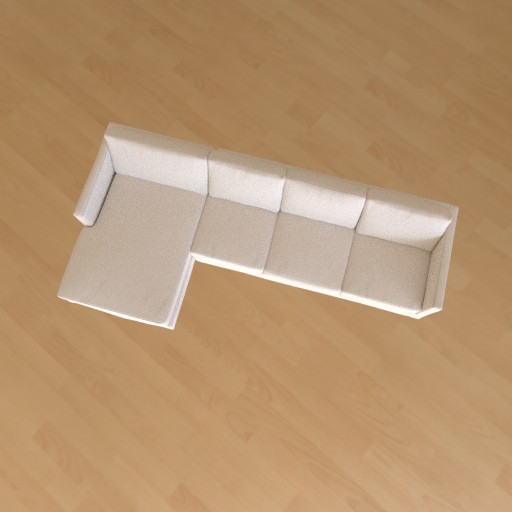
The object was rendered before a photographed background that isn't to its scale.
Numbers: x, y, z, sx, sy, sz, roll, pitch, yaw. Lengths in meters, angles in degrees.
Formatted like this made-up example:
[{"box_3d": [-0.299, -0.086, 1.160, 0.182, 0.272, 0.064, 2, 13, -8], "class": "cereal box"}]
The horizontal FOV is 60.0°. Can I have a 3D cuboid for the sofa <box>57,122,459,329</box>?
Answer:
[{"box_3d": [0.000, 0.000, 3.931, 3.186, 0.846, 1.625, 15, 75, 4], "class": "sofa"}]
